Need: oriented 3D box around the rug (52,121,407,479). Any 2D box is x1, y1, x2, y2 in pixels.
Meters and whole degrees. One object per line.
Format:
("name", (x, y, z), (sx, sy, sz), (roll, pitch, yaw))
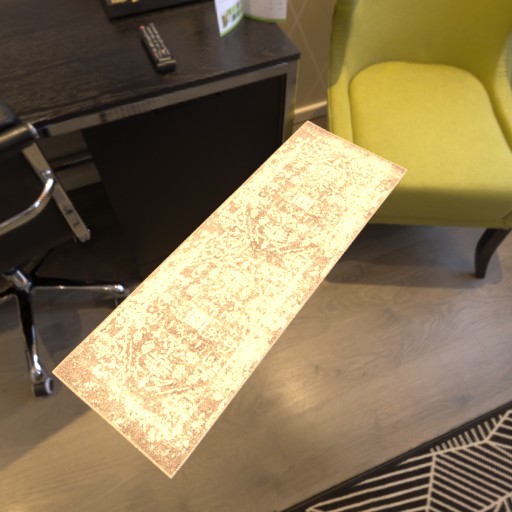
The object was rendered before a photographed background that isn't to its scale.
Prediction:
("rug", (0.000, 0.000, 2.722), (0.855, 0.017, 2.452), (32, 62, 19))
